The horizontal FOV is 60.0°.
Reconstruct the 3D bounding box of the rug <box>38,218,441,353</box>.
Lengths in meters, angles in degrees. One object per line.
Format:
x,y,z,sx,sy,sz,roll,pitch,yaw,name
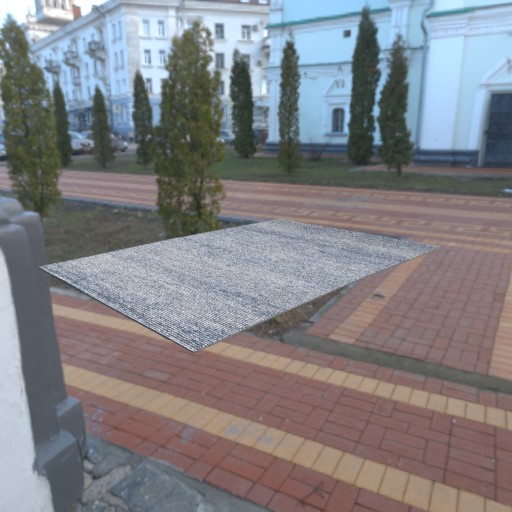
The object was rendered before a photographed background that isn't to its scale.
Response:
0.000,0.000,3.092,1.624,0.030,2.349,15,21,43,rug
